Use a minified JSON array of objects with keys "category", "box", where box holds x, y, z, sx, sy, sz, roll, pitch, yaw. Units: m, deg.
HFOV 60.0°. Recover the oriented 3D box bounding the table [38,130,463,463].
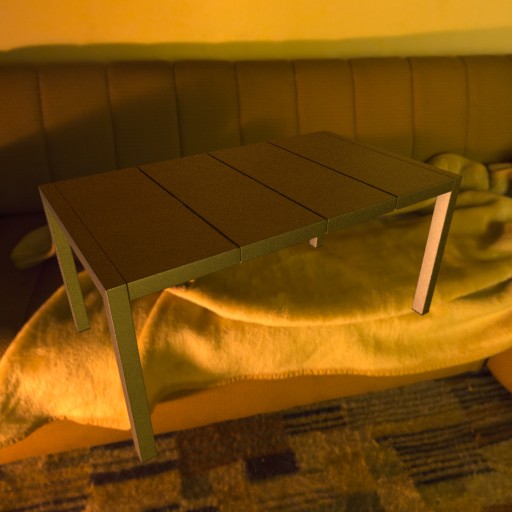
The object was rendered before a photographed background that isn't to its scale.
[{"category":"table","box":[0.000,0.000,1.276,0.965,0.460,0.559,-19,35,-28]}]
